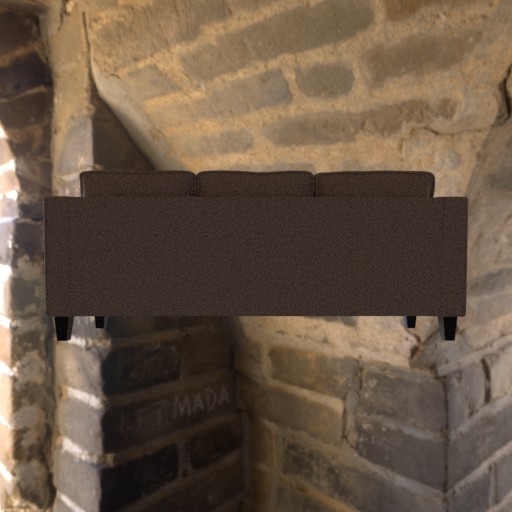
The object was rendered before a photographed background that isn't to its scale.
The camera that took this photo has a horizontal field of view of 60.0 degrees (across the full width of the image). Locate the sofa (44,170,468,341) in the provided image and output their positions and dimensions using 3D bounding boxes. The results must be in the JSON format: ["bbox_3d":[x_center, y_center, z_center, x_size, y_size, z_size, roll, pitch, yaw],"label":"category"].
[{"bbox_3d":[0.000,0.000,2.598,2.131,0.902,0.791,0,-3,0],"label":"sofa"}]
